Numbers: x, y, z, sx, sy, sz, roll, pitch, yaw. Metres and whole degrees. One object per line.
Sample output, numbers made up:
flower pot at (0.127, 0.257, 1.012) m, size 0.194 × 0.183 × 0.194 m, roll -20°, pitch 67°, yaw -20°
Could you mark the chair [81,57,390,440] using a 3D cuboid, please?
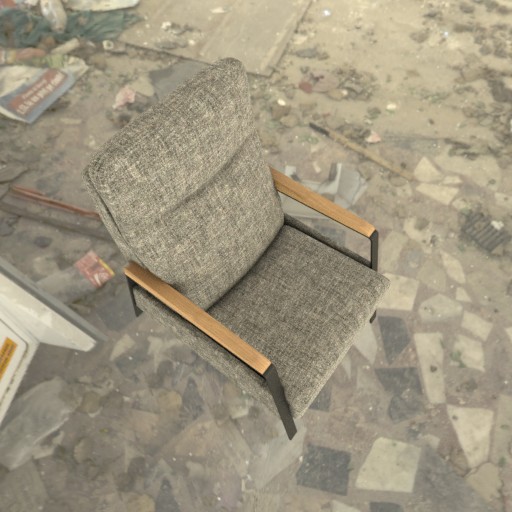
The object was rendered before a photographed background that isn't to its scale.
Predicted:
chair at (0.000, 0.000, 1.584) m, size 0.868 × 1.042 × 0.671 m, roll 33°, pitch 64°, yaw 19°
